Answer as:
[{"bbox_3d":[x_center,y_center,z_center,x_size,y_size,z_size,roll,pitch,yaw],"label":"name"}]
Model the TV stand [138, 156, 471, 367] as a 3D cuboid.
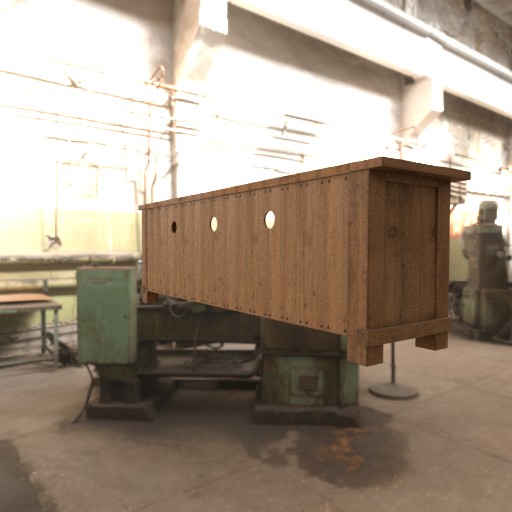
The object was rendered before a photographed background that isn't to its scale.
[{"bbox_3d":[0.000,0.000,2.040,0.453,0.573,1.804,-1,2,-35],"label":"TV stand"}]
